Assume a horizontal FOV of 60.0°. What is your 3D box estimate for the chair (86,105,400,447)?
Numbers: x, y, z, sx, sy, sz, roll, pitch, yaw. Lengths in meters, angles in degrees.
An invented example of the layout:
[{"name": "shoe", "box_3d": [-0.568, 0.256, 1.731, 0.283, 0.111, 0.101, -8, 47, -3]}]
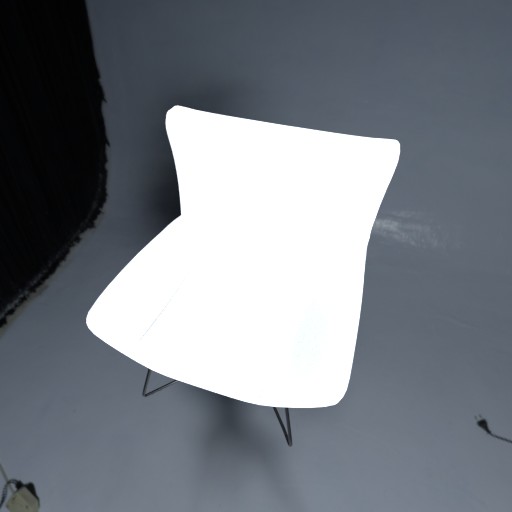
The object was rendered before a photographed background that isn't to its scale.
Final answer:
[{"name": "chair", "box_3d": [0.000, 0.000, 1.669, 0.859, 0.855, 1.008, 13, 44, 14]}]
